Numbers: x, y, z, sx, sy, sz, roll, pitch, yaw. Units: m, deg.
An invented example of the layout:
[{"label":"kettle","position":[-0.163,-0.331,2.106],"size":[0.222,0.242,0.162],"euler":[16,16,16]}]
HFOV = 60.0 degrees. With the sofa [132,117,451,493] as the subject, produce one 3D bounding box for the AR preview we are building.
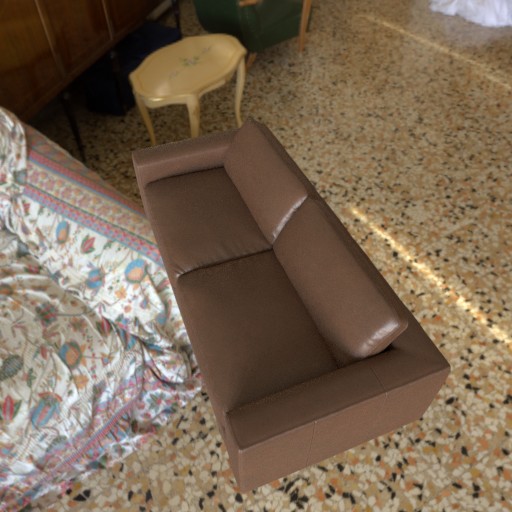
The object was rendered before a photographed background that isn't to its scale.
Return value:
[{"label":"sofa","position":[0.000,0.000,2.707],"size":[1.070,0.801,2.262],"euler":[-16,49,-14]}]
